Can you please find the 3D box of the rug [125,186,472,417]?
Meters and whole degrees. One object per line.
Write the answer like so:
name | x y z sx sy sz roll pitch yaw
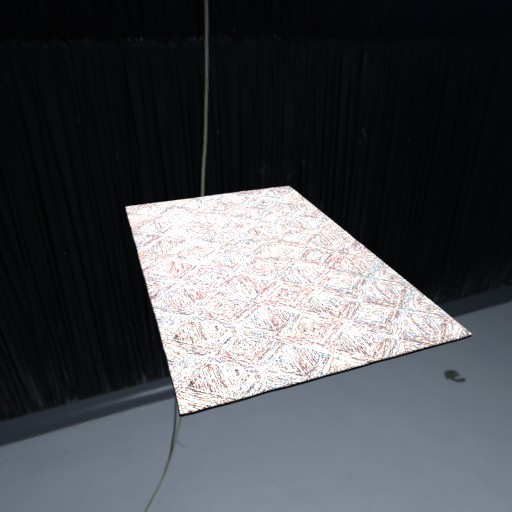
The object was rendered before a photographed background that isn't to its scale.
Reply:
rug | 0.000 0.000 2.260 1.143 0.014 1.761 -10 31 -17
